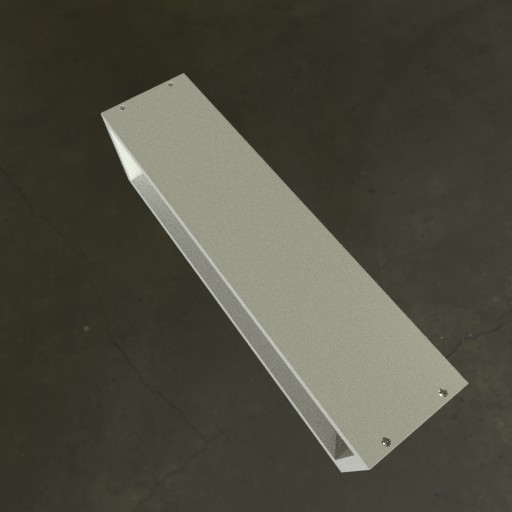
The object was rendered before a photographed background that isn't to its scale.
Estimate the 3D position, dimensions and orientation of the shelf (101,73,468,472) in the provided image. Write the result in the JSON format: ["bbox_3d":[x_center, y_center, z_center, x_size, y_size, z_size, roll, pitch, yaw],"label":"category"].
[{"bbox_3d":[0.000,0.000,0.666,0.150,0.170,0.610,-33,68,-15],"label":"shelf"}]
